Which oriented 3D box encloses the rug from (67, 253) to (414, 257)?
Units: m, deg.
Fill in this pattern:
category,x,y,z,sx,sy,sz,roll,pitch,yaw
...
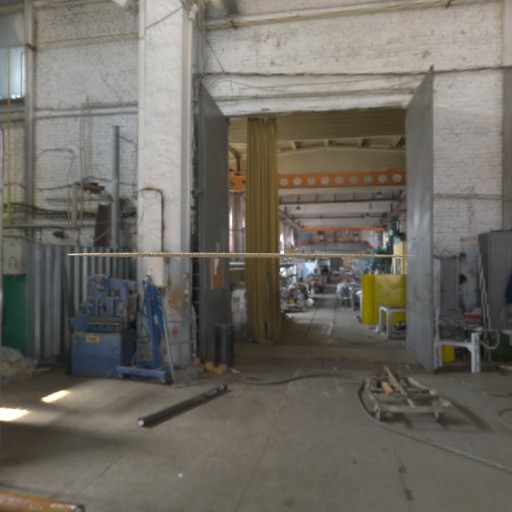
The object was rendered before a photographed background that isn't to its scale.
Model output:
category,x,y,z,sx,sy,sz,roll,pitch,yaw
rug,0.000,0.000,3.087,2.432,0.006,1.520,0,-1,-34
